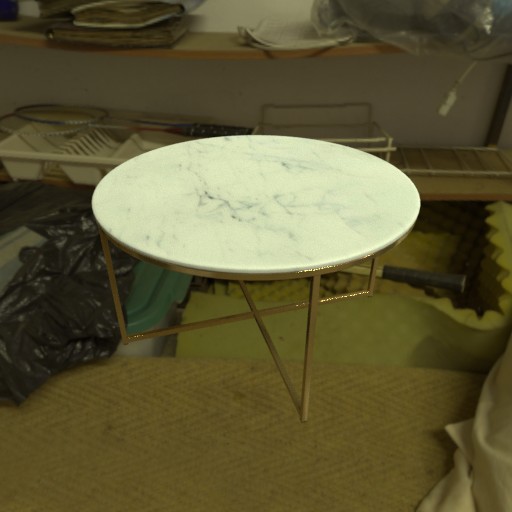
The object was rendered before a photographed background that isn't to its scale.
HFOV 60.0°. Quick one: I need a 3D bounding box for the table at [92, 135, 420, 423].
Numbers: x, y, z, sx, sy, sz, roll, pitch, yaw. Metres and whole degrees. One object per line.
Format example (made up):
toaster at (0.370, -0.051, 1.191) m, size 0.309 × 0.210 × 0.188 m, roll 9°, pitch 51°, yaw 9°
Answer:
table at (0.000, 0.000, 1.248) m, size 0.800 × 0.450 × 0.800 m, roll 0°, pitch 32°, yaw 0°
